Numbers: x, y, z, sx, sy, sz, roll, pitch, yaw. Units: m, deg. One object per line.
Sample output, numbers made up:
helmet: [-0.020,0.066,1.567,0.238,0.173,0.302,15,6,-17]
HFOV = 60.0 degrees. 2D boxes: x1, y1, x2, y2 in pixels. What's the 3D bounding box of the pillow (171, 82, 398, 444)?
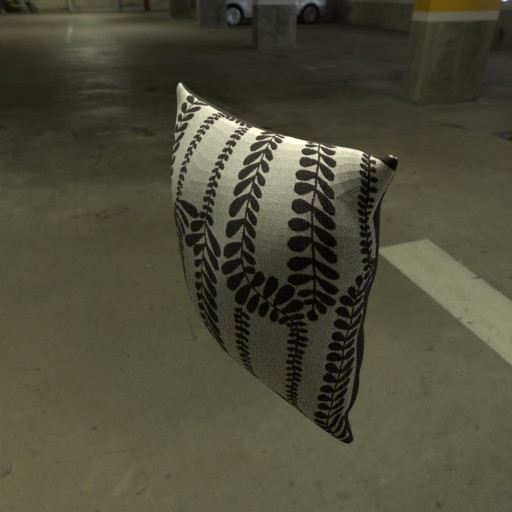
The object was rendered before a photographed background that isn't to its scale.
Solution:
pillow: [0.000,0.000,0.671,0.182,0.441,0.440,-21,37,-31]
